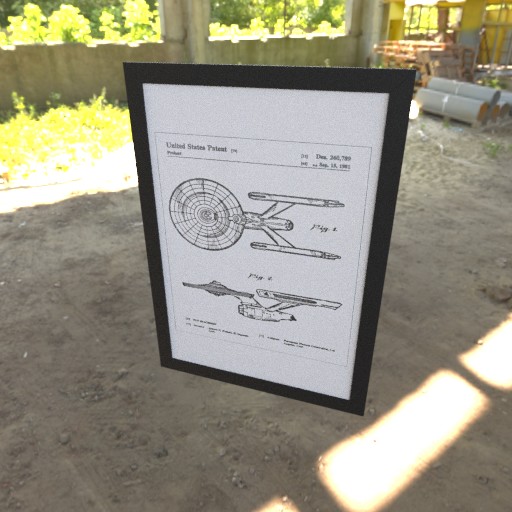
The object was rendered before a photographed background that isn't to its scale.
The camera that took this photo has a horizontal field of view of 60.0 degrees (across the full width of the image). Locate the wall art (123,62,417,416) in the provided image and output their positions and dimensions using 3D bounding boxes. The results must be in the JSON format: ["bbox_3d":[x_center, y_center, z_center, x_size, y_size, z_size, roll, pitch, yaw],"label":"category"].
[{"bbox_3d":[0.000,0.000,0.669,0.379,0.530,0.008,9,28,17],"label":"wall art"}]
